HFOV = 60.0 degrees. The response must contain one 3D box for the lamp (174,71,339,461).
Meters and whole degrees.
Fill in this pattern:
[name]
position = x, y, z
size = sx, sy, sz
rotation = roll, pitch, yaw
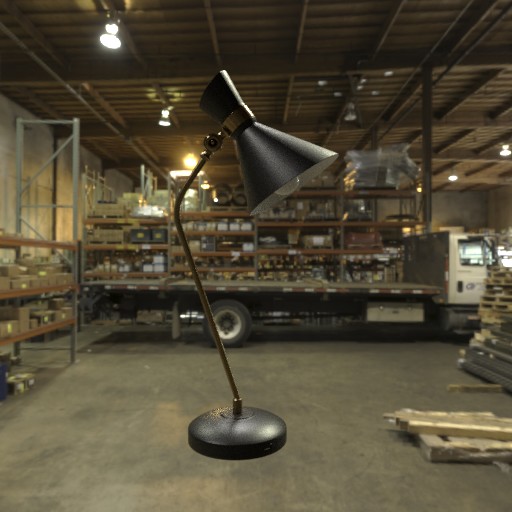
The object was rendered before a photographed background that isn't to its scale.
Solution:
[lamp]
position = 0.000, 0.000, 0.788
size = 0.292, 0.647, 0.189
rotation = 0, -1, 0
